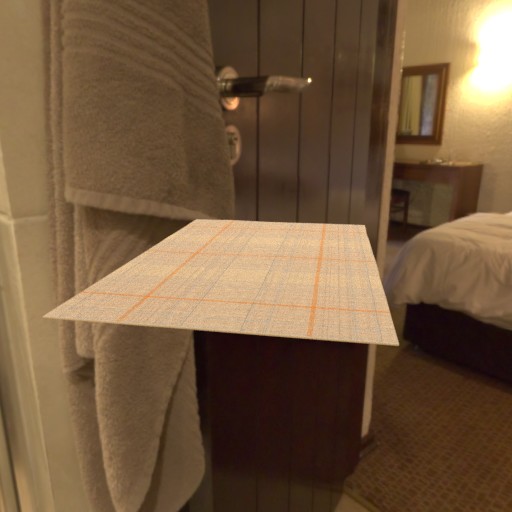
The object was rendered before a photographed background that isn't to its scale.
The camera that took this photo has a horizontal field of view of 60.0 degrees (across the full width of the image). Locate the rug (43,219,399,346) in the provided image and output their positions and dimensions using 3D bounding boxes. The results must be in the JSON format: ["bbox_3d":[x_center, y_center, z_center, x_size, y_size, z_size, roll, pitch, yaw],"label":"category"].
[{"bbox_3d":[0.000,0.000,2.343,1.232,0.015,1.825,3,16,10],"label":"rug"}]
